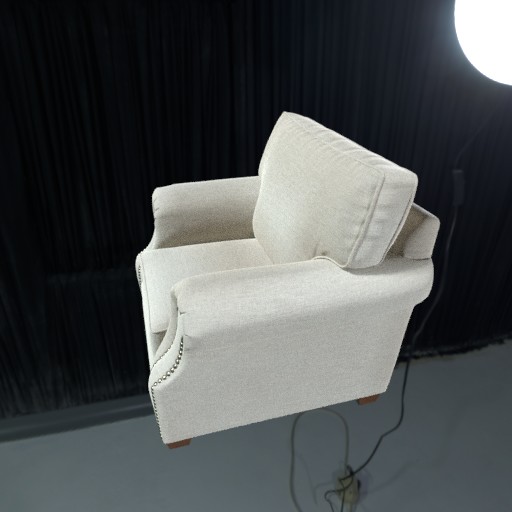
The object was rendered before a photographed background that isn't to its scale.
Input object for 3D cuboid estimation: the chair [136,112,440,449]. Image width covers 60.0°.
[{"bbox_3d":[0.000,0.000,1.807,0.965,0.961,1.092,-8,30,-14],"label":"chair"}]
